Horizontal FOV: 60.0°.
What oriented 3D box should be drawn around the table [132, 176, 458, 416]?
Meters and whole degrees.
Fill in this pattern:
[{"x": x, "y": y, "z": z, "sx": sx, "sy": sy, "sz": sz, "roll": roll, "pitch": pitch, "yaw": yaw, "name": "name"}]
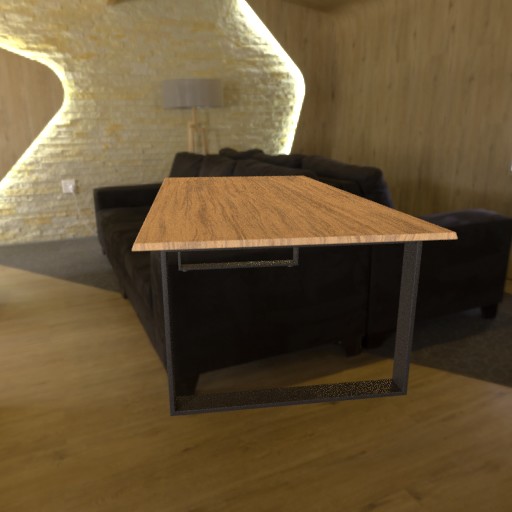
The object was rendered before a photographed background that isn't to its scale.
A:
[{"x": 0.000, "y": 0.000, "z": 1.610, "sx": 0.693, "sy": 0.445, "sz": 1.331, "roll": -2, "pitch": 16, "yaw": -8, "name": "table"}]
